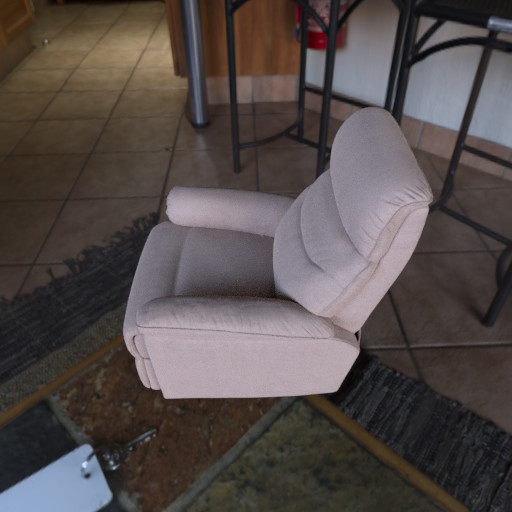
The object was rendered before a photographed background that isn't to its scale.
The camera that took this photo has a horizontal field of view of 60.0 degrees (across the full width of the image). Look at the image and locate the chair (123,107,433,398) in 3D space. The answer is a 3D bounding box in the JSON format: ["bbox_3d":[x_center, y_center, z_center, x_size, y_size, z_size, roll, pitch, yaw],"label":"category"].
[{"bbox_3d":[0.000,0.000,1.755,1.004,1.037,0.820,0,42,0],"label":"chair"}]
